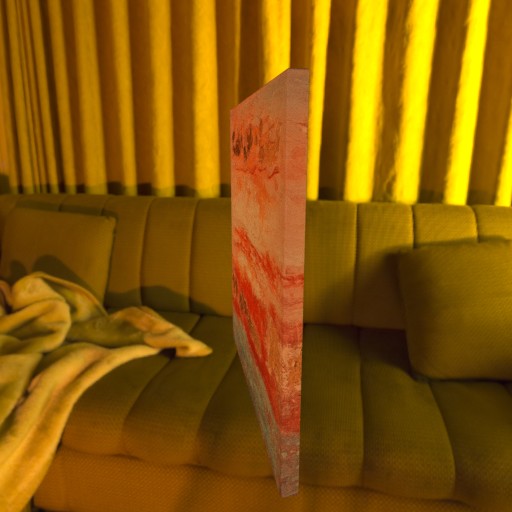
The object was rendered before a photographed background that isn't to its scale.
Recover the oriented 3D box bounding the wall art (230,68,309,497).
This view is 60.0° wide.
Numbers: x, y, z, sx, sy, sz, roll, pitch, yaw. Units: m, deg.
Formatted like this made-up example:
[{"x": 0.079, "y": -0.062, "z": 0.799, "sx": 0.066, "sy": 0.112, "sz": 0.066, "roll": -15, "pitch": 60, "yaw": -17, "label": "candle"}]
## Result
[{"x": 0.000, "y": 0.000, "z": 1.095, "sx": 0.035, "sy": 0.747, "sz": 0.747, "roll": -2, "pitch": 14, "yaw": -9, "label": "wall art"}]
